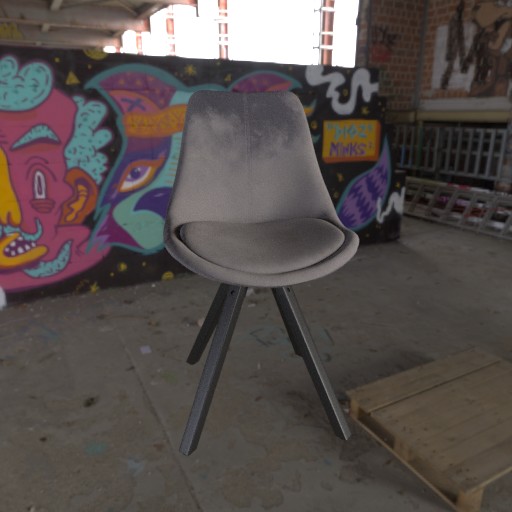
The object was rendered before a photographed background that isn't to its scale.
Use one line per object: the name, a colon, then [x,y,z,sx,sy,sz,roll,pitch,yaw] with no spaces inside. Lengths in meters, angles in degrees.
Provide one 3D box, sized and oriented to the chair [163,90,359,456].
chair: [0.000,0.000,1.174,0.476,0.850,0.550,-2,18,-7]
